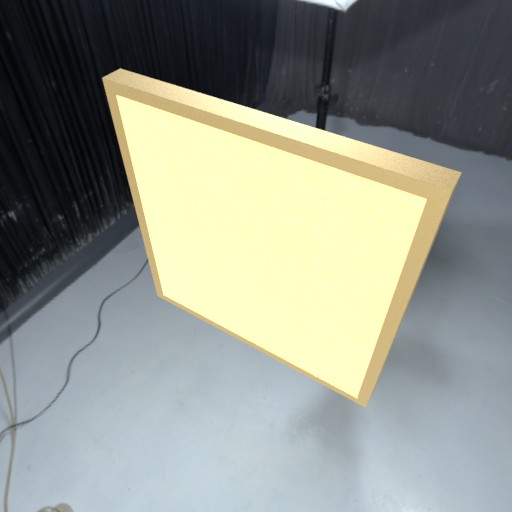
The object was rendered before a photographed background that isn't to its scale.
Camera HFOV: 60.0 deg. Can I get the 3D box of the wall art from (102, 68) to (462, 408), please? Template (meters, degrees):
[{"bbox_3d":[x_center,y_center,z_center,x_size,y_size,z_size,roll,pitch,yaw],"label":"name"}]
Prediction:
[{"bbox_3d":[0.000,0.000,1.898,1.284,1.284,0.095,24,51,22],"label":"wall art"}]
